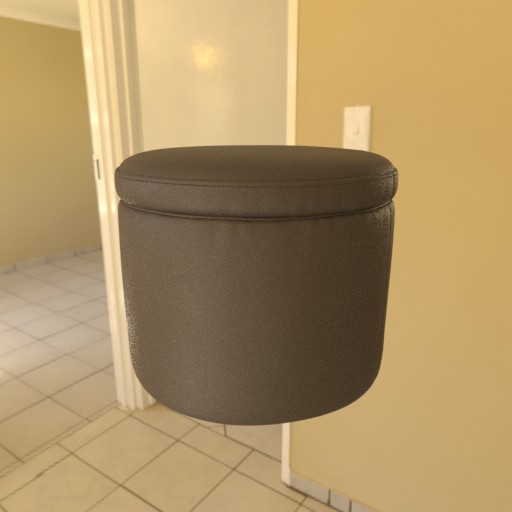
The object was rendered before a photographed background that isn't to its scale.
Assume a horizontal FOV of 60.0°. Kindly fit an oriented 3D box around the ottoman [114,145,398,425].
[{"bbox_3d":[0.000,0.000,0.855,0.500,0.409,0.500,0,16,0],"label":"ottoman"}]
